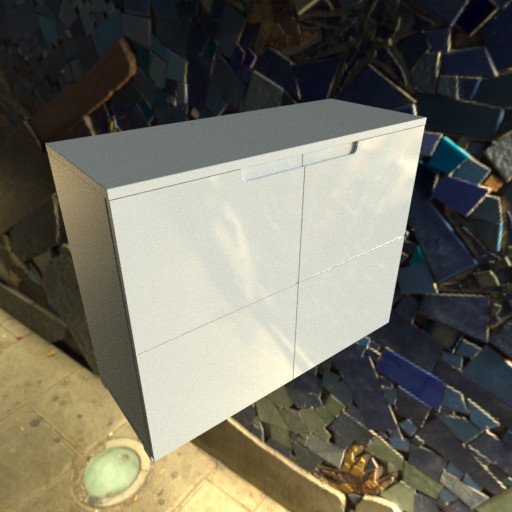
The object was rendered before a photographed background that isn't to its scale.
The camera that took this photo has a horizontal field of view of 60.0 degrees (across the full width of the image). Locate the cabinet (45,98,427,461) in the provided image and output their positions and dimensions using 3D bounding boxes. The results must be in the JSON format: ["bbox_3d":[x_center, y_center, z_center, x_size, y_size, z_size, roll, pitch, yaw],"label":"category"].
[{"bbox_3d":[0.000,0.000,1.413,1.000,0.800,0.400,-21,35,-32],"label":"cabinet"}]
